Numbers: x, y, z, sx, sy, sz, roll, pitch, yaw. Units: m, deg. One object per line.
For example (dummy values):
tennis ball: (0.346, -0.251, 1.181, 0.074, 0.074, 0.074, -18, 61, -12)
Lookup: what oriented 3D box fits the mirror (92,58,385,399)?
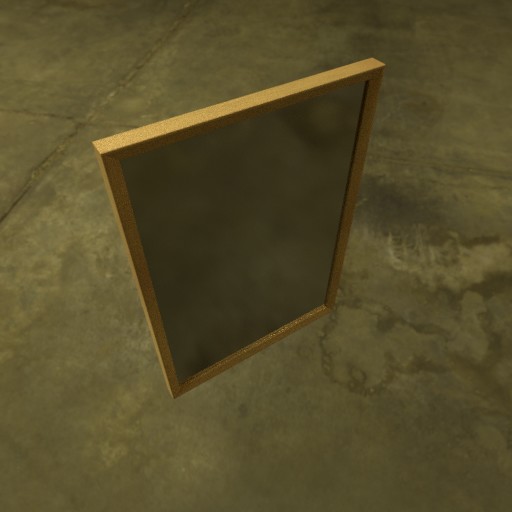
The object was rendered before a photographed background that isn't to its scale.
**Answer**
mirror: (0.000, 0.000, 0.941, 0.507, 0.710, 0.039, -25, 51, -22)
